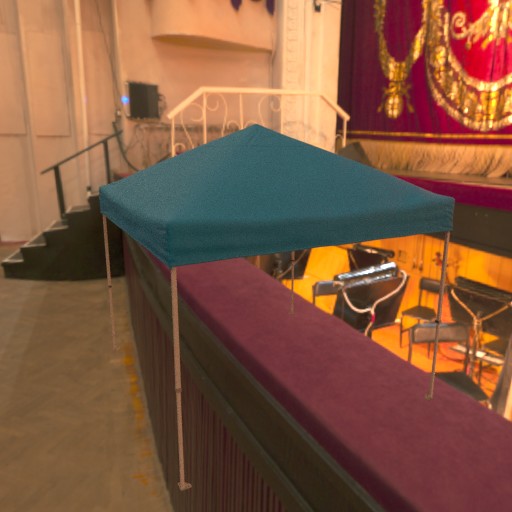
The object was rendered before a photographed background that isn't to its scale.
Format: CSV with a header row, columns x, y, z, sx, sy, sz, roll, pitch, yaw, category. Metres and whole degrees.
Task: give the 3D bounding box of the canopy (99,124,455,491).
x,y,z,sx,sy,sz,roll,pitch,yaw,category
0.000,0.000,5.236,2.996,2.997,2.998,-7,16,-27,canopy
